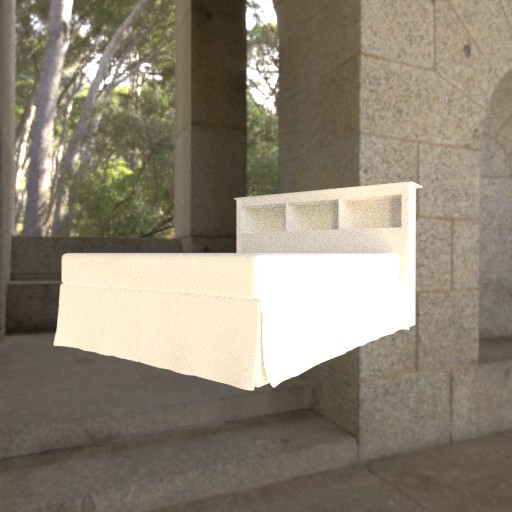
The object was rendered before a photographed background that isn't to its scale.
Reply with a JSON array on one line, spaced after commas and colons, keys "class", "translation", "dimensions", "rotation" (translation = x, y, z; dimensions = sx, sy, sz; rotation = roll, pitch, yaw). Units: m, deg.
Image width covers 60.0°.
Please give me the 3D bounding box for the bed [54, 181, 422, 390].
[{"class": "bed", "translation": [0.000, 0.000, 3.114], "dimensions": [1.671, 1.092, 2.133], "rotation": [0, 0, 36]}]
